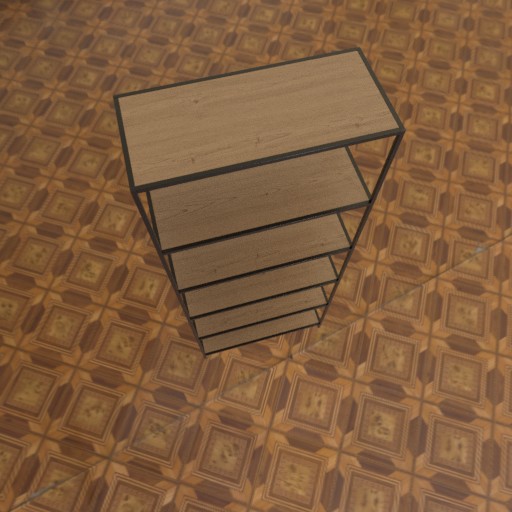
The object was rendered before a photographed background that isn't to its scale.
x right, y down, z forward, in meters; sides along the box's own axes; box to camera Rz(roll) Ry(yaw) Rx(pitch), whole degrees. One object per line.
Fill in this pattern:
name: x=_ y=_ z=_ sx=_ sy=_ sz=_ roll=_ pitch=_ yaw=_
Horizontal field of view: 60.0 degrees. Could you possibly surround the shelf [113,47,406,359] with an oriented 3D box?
shelf: x=0.000 y=0.000 z=2.091 sx=0.770 sy=1.850 sz=0.350 roll=-14 pitch=65 yaw=-7
